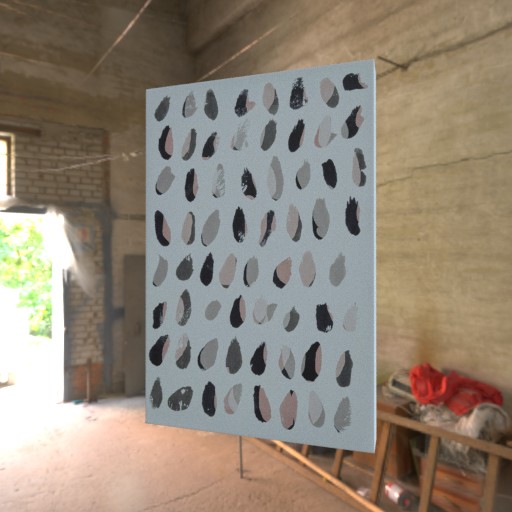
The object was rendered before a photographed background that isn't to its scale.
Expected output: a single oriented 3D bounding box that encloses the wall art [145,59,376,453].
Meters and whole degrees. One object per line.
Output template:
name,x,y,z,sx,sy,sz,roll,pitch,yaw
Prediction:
wall art,0.000,0.000,0.485,0.252,0.381,0.039,0,0,18
